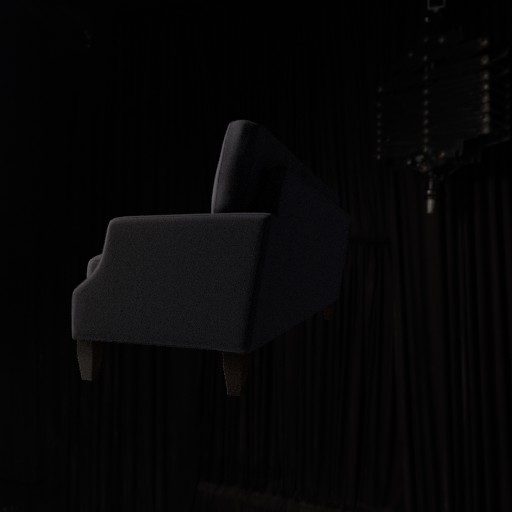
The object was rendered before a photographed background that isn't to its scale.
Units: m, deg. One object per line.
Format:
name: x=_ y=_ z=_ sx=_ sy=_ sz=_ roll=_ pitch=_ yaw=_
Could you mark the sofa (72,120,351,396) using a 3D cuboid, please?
sofa: x=0.000 y=0.000 z=2.597 sx=0.888 sy=0.984 sz=2.115 roll=0 pitch=0 yaw=19
